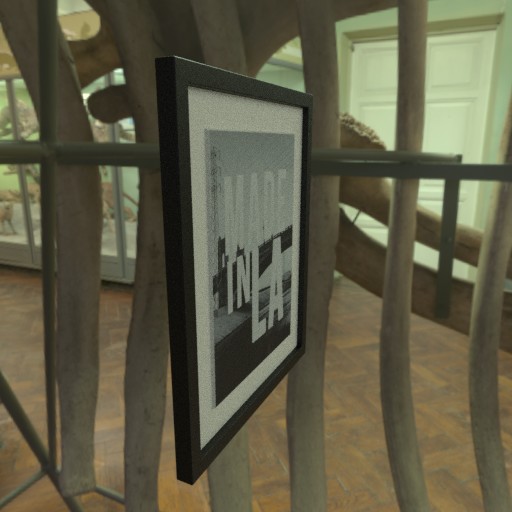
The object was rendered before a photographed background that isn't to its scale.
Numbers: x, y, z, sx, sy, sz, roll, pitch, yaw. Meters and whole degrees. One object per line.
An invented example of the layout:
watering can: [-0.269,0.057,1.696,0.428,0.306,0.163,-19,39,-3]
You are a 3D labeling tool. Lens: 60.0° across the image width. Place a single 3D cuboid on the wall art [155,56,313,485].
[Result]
wall art: [0.000,0.000,0.757,0.028,0.559,0.457,7,16,25]
